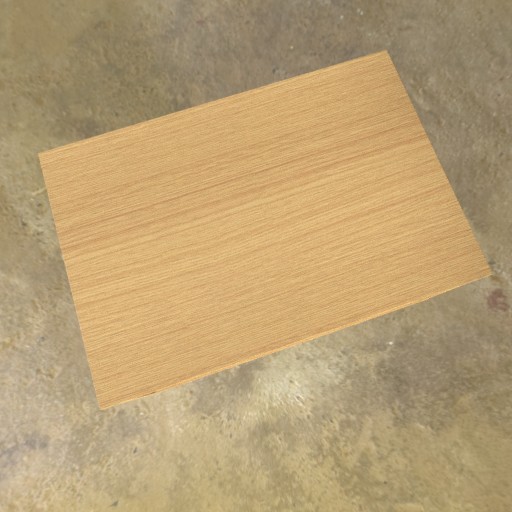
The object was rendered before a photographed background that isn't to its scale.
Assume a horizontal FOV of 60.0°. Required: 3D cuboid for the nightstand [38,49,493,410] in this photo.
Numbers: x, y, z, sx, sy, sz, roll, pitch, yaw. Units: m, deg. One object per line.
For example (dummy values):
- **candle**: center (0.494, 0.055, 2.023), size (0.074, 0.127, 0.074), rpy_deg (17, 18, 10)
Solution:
- **nightstand**: center (0.000, 0.000, 0.948), size (0.571, 0.610, 0.407), rpy_deg (-18, 77, -4)
